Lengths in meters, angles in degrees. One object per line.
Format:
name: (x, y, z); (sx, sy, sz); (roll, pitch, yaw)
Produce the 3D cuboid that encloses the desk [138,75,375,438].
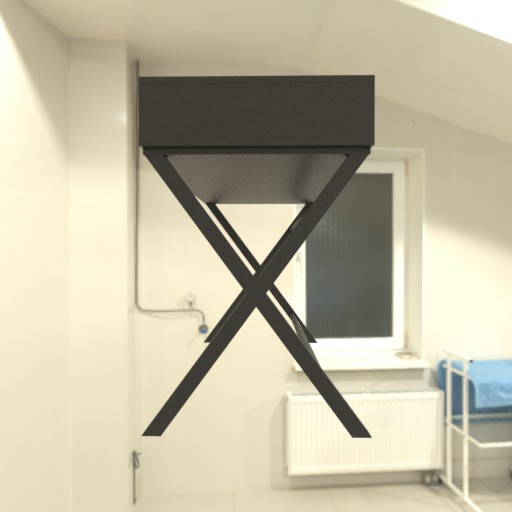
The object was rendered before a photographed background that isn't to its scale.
desk: (0.000, 0.000, 1.477); (0.525, 0.780, 1.057); (0, 1, 1)
